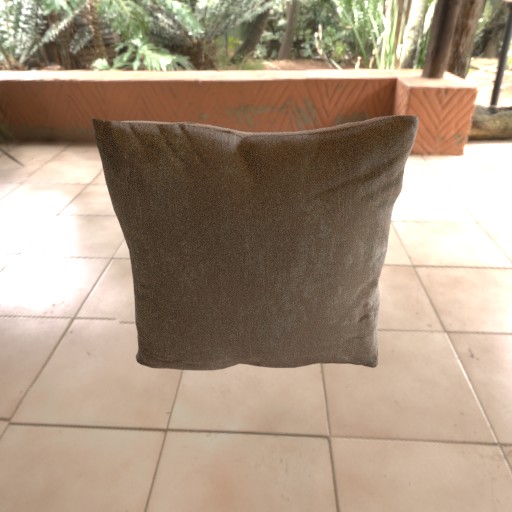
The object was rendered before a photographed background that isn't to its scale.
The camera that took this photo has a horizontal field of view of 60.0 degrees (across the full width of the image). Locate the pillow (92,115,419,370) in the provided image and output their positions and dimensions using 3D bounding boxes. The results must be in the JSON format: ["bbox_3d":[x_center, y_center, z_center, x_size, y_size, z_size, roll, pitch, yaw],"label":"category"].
[{"bbox_3d":[0.000,0.000,0.716,0.450,0.448,0.245,1,31,2],"label":"pillow"}]
